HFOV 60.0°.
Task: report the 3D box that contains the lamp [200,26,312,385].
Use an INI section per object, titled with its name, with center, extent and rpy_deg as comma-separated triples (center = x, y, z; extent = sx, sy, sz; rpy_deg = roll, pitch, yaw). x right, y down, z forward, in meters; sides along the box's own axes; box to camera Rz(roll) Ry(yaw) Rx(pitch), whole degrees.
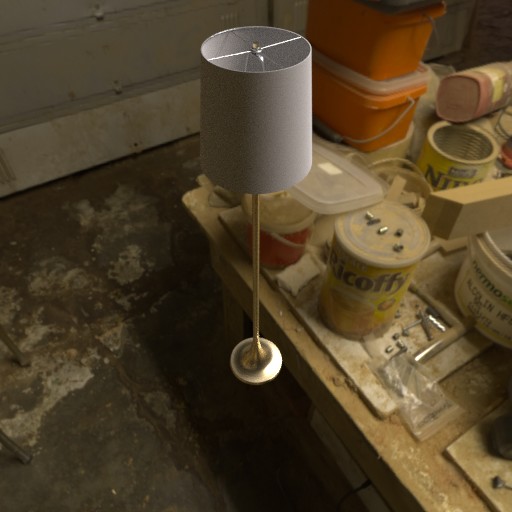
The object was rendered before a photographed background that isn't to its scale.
[lamp]
center = 0.000, 0.000, 1.657
extent = 0.337, 1.543, 0.337
rpy_deg = 0, 47, 0
